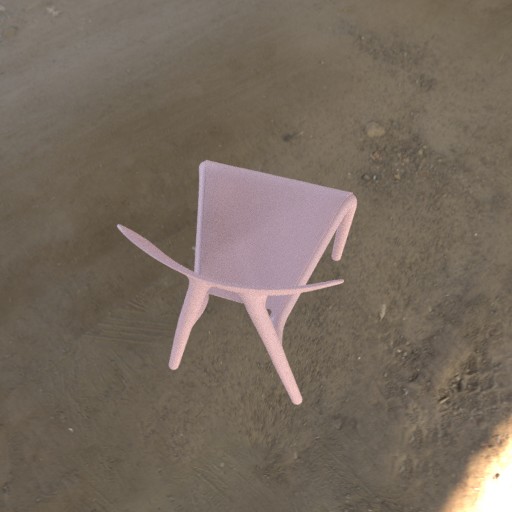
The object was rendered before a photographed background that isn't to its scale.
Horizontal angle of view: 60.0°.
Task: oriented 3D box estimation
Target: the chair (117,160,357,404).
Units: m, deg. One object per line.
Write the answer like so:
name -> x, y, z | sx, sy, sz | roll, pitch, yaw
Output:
chair -> 0.000, 0.000, 0.843 | 0.356, 0.580, 0.401 | 14, 65, 7
